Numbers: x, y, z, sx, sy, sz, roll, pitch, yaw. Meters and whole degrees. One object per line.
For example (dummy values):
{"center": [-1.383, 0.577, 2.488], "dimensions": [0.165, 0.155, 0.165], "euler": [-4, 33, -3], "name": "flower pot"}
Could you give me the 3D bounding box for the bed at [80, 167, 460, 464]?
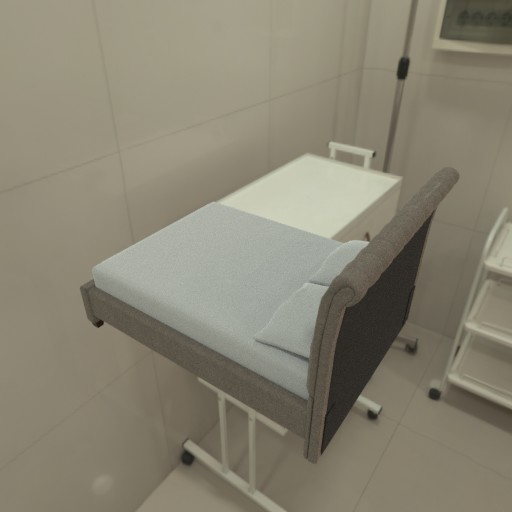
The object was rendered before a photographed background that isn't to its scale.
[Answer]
{"center": [0.000, 0.000, 3.340], "dimensions": [2.252, 1.371, 1.645], "euler": [21, 38, 29], "name": "bed"}
